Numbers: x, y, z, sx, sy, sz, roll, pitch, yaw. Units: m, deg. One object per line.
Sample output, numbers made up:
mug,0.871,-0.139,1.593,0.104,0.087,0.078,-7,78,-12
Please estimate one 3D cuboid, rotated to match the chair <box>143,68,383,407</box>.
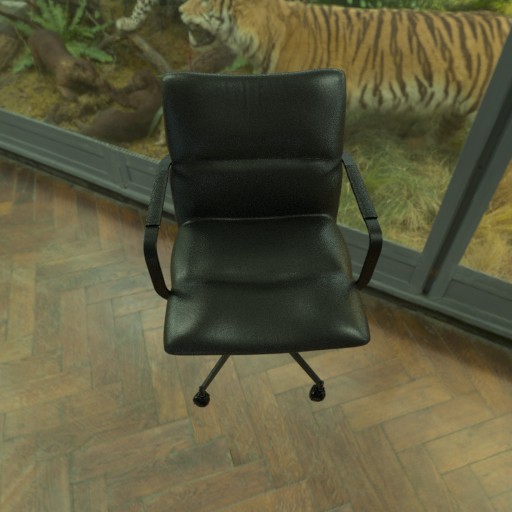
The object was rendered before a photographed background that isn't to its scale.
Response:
chair,0.000,0.000,1.453,0.719,0.922,0.748,-2,47,-2
